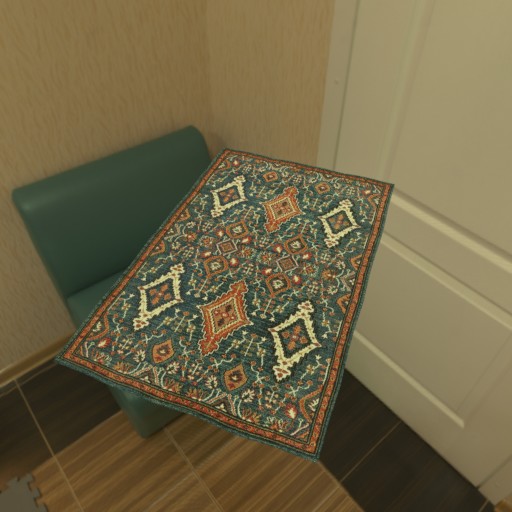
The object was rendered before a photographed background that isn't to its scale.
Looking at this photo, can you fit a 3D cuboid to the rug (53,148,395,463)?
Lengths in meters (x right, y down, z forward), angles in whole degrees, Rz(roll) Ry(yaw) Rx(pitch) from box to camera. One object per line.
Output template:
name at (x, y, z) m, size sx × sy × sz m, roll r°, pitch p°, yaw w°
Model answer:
rug at (0.000, 0.000, 4.327) m, size 2.190 × 0.008 × 3.371 m, roll 15°, pitch 48°, yaw 15°
